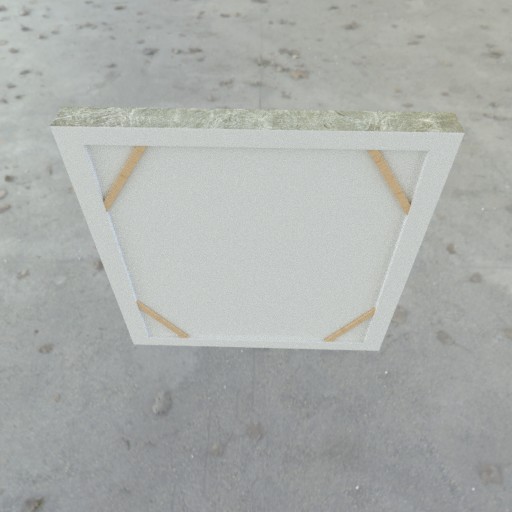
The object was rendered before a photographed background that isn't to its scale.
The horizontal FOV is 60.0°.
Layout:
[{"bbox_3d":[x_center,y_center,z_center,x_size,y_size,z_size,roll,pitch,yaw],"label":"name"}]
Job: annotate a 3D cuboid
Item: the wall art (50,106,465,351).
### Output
[{"bbox_3d":[0.000,0.000,0.595,0.405,0.407,0.038,1,47,1],"label":"wall art"}]
